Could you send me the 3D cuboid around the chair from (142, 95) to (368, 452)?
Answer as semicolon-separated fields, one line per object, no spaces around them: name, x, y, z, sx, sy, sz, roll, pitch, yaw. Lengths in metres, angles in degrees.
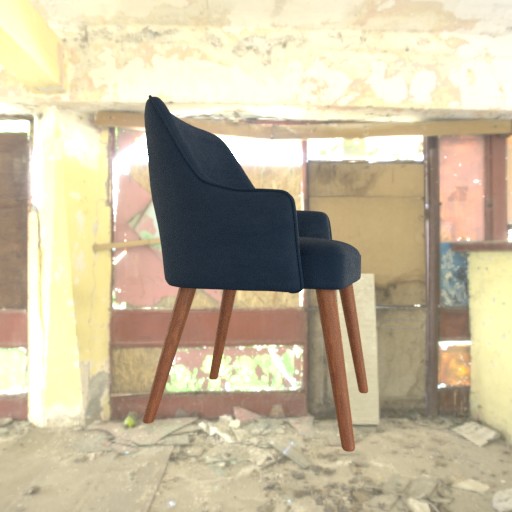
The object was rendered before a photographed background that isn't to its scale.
chair;0.000;0.000;1.257;0.591;0.844;0.559;0;0;18
